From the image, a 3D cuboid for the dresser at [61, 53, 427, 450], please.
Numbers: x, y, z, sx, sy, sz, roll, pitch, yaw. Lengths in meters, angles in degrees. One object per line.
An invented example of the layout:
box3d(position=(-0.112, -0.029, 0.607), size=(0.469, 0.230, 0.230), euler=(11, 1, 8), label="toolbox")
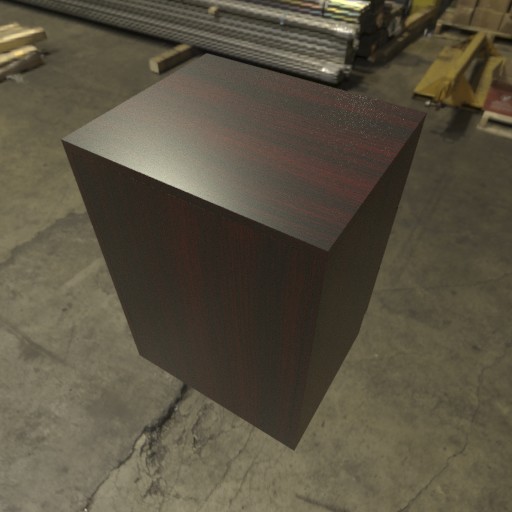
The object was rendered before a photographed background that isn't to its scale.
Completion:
box3d(position=(0.000, 0.000, 0.837), size=(0.400, 0.560, 0.360), euler=(24, 51, 21), label="dresser")
